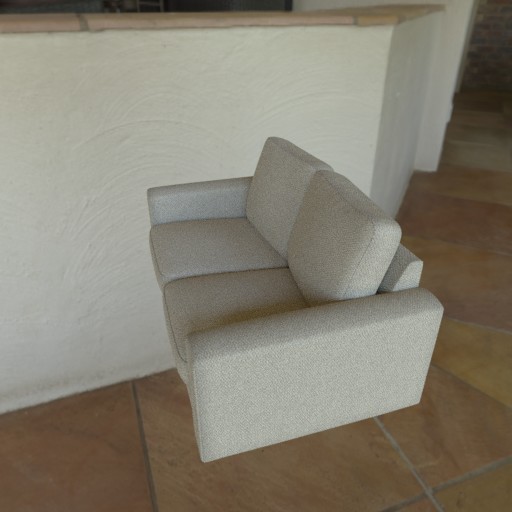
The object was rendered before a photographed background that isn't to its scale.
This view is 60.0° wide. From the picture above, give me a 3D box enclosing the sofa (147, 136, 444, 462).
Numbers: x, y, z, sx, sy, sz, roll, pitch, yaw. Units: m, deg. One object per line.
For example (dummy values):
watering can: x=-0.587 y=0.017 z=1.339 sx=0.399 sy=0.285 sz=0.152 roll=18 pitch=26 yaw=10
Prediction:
sofa: x=0.000 y=0.000 z=2.285 sx=1.016 sy=0.873 sz=1.616 roll=-9 pitch=32 yaw=-15
